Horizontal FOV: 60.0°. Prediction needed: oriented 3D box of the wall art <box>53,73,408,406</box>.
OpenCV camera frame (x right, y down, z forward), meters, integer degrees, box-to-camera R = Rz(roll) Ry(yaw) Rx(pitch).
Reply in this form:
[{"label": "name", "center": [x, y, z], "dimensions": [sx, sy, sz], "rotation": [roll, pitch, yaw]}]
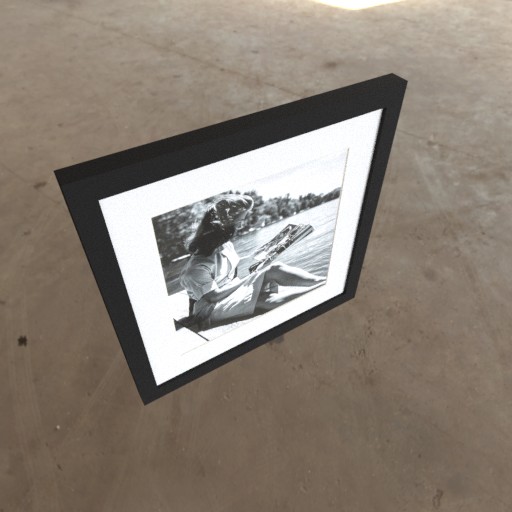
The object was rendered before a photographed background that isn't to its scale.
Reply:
[{"label": "wall art", "center": [0.000, 0.000, 0.687], "dimensions": [0.462, 0.458, 0.030], "rotation": [-23, 49, -21]}]
